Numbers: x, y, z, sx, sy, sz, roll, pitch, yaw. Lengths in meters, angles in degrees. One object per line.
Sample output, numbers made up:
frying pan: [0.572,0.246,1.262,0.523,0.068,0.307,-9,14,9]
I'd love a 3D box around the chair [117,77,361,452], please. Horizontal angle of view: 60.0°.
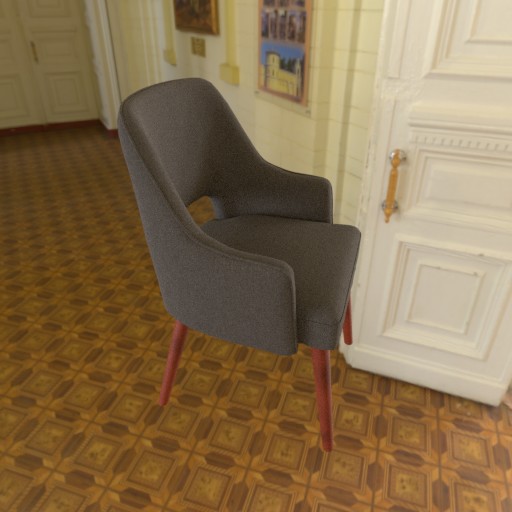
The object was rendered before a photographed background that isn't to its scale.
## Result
chair: [0.000,0.000,1.195,0.560,0.838,0.559,9,32,15]
